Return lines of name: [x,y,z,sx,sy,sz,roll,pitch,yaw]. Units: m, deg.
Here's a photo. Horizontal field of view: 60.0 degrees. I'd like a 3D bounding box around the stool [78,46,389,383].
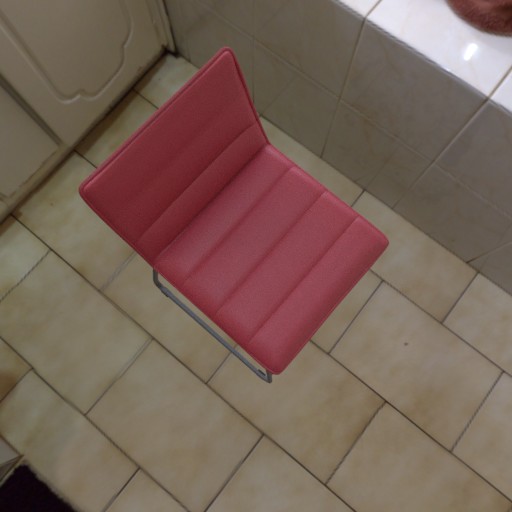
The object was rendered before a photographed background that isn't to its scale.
stool: [0.000,0.000,1.160,0.524,0.866,0.489,41,80,9]
